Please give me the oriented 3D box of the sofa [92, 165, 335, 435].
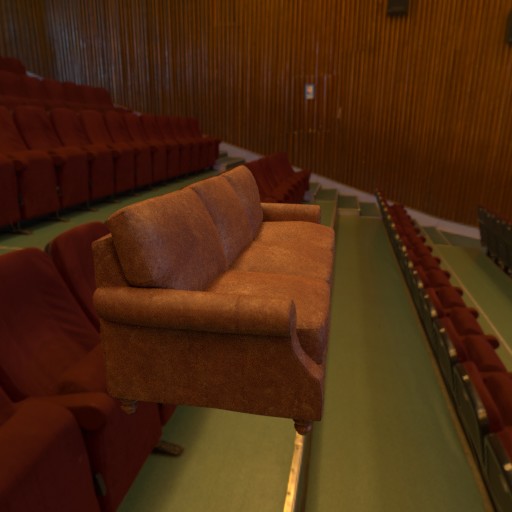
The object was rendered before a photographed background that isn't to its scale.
[{"bbox_3d":[0.000,0.000,2.802,0.973,0.977,2.351,3,16,10],"label":"sofa"}]
